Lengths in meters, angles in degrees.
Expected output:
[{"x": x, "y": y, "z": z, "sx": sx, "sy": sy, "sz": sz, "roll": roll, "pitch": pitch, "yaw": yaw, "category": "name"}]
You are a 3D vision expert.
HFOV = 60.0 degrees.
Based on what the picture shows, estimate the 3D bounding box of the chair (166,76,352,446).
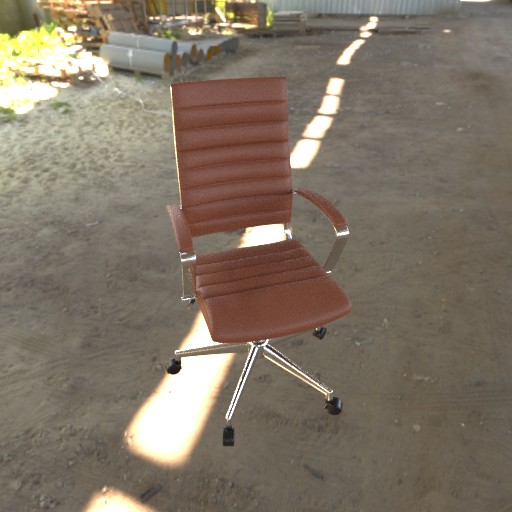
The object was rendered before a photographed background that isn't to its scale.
[{"x": 0.000, "y": 0.000, "z": 1.668, "sx": 0.766, "sy": 1.149, "sz": 0.739, "roll": -10, "pitch": 33, "yaw": -15, "category": "chair"}]
